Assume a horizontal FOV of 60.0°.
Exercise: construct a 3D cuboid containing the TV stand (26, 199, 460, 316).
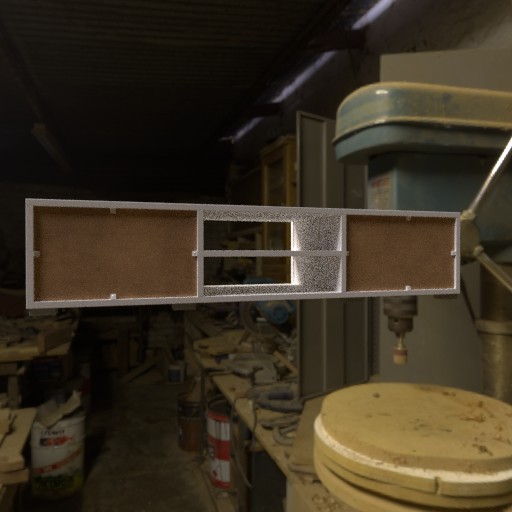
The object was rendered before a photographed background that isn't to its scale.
[{"bbox_3d":[0.000,0.000,1.576,1.400,0.310,0.420,0,1,-17],"label":"TV stand"}]
